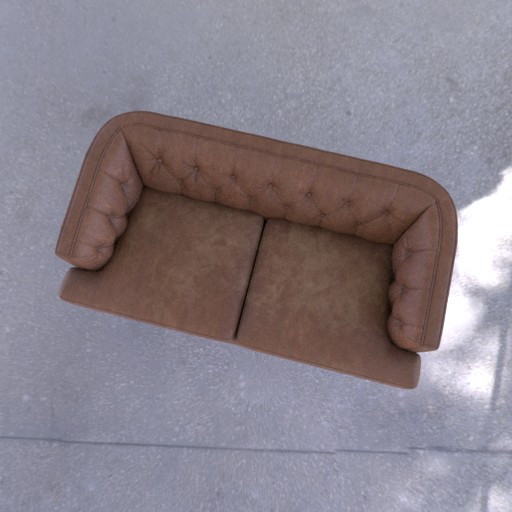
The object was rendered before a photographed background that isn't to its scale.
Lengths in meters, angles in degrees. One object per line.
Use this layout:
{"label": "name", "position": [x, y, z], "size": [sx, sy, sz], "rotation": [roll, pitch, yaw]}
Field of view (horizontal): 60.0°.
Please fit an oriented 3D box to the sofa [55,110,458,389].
{"label": "sofa", "position": [0.000, 0.000, 2.246], "size": [1.755, 0.786, 0.914], "rotation": [14, 76, 3]}
